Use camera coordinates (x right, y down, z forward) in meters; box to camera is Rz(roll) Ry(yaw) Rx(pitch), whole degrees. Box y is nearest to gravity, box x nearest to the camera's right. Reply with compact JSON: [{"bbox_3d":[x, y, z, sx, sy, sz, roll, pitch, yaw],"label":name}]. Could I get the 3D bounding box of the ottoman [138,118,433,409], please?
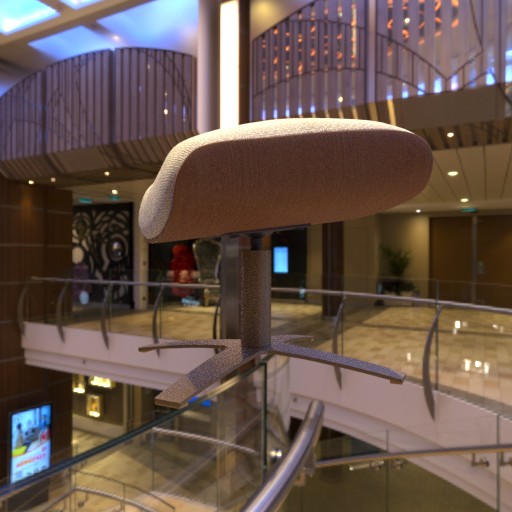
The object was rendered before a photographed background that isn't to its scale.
[{"bbox_3d":[0.000,0.000,0.806,0.394,0.391,0.520,0,0,-18],"label":"ottoman"}]
